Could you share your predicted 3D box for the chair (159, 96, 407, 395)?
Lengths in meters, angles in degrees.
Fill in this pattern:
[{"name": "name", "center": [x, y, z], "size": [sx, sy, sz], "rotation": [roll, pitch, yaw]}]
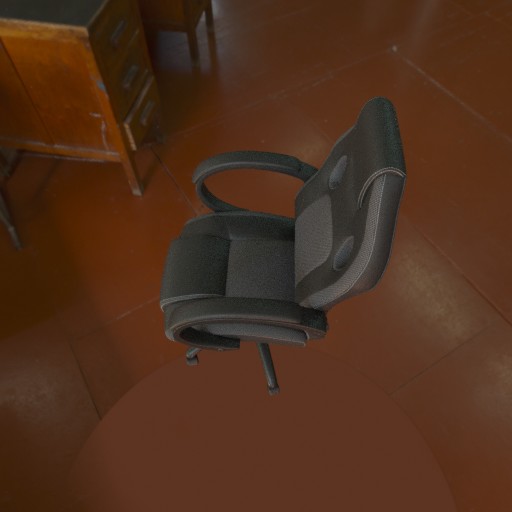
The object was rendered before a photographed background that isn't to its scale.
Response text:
[{"name": "chair", "center": [0.000, 0.000, 1.579], "size": [0.724, 1.187, 0.673], "rotation": [2, 58, 1]}]
